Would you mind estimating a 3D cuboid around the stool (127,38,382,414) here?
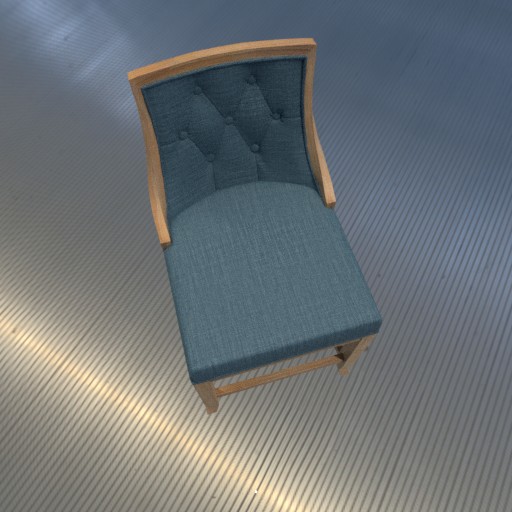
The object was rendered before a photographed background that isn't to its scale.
[{"bbox_3d":[0.000,0.000,1.292,0.524,0.938,0.626,-14,63,-7],"label":"stool"}]
